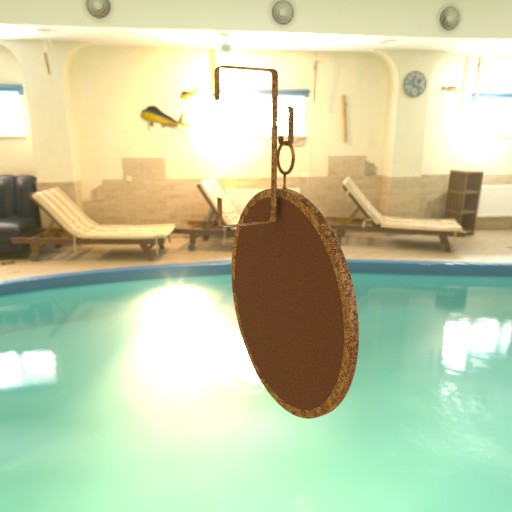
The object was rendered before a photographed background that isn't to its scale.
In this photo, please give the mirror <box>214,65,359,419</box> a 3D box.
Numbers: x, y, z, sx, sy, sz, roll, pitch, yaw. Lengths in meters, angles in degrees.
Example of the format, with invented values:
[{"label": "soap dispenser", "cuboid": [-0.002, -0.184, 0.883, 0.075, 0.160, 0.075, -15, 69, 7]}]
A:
[{"label": "mirror", "cuboid": [0.000, 0.000, 0.828, 0.144, 0.651, 0.447, -8, 17, -26]}]
